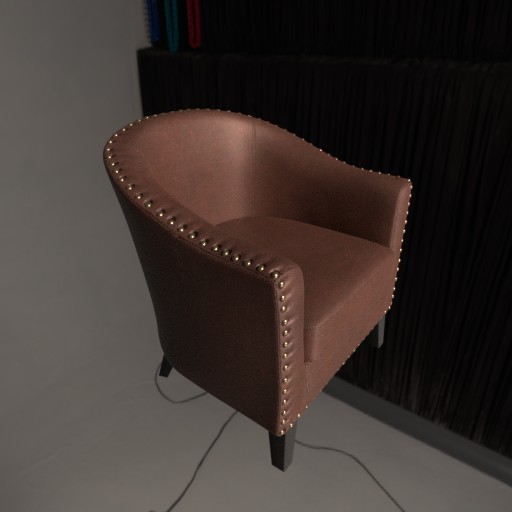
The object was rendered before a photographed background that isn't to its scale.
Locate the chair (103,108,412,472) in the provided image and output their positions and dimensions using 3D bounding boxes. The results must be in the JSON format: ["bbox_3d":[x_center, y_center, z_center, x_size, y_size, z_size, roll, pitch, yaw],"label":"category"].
[{"bbox_3d":[0.000,0.000,1.422,0.748,0.823,0.794,18,32,32],"label":"chair"}]
